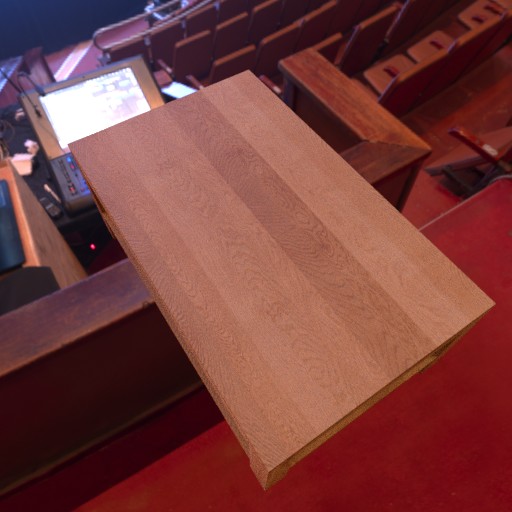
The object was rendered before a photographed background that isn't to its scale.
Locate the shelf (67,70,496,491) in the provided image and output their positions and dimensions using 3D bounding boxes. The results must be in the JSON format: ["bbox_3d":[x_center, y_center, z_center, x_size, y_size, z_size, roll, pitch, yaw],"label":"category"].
[{"bbox_3d":[0.000,0.000,1.467,0.700,0.450,1.150,-29,62,-17],"label":"shelf"}]
